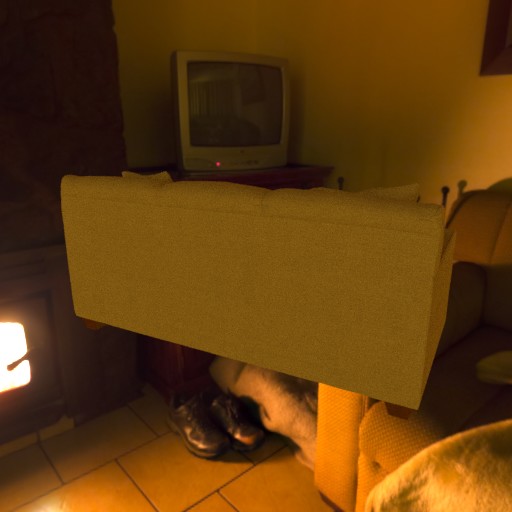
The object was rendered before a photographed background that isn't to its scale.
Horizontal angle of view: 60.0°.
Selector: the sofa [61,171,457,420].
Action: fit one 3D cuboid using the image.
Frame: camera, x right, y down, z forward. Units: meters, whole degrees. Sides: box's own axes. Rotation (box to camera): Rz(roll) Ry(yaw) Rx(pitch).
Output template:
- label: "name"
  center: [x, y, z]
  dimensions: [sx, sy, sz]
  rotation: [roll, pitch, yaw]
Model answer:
- label: "sofa"
  center: [0.000, 0.000, 2.540]
  dimensions: [2.024, 0.958, 0.997]
  rotation: [8, 18, 27]
